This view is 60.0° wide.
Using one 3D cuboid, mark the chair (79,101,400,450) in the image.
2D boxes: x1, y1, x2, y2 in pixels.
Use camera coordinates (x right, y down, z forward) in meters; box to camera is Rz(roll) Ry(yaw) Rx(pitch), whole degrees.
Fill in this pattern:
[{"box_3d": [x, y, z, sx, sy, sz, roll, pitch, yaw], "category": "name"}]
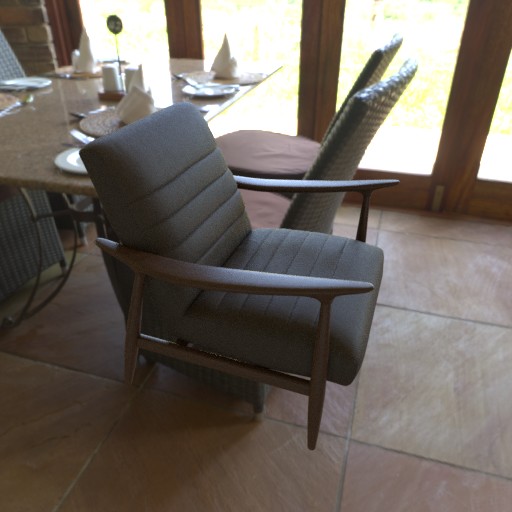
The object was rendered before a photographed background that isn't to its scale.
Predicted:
[{"box_3d": [0.000, 0.000, 1.451, 0.798, 0.831, 0.741, 11, 33, 17], "category": "chair"}]
